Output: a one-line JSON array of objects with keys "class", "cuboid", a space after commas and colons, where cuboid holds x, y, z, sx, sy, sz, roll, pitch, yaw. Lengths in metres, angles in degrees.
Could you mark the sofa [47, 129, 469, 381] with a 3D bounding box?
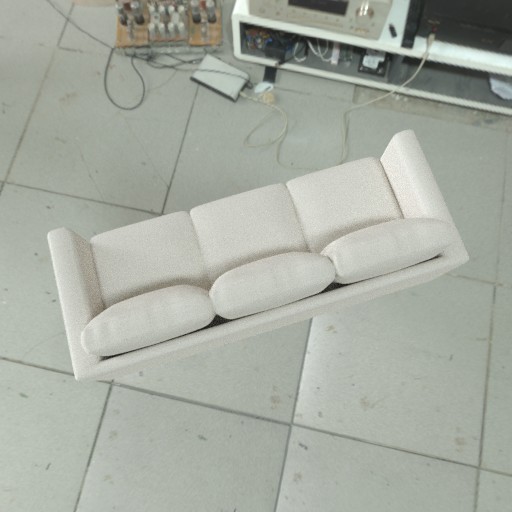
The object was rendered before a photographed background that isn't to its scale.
[{"class": "sofa", "cuboid": [0.000, 0.000, 2.486, 2.029, 0.912, 0.802, -17, 76, -4]}]
